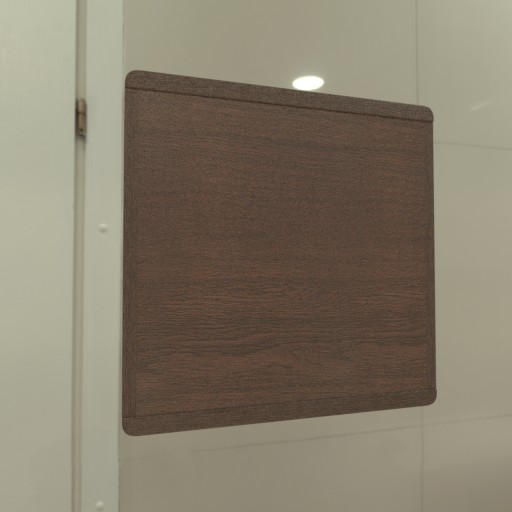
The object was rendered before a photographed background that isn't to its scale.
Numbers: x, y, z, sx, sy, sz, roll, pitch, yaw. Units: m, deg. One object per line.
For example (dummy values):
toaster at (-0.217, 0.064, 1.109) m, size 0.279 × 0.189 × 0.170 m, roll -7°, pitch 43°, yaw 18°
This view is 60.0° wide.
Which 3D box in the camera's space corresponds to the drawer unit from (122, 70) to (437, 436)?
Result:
drawer unit at (0.000, 0.000, 0.598) m, size 0.344 × 0.344 × 0.290 m, roll 1°, pitch -2°, yaw -17°
